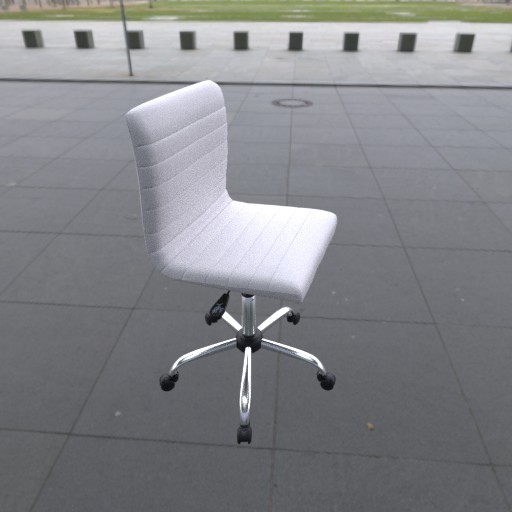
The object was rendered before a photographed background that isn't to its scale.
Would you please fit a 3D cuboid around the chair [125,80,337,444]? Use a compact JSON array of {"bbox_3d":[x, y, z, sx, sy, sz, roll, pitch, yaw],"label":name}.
[{"bbox_3d":[0.000,0.000,1.083,0.455,0.750,0.520,10,32,17],"label":"chair"}]
